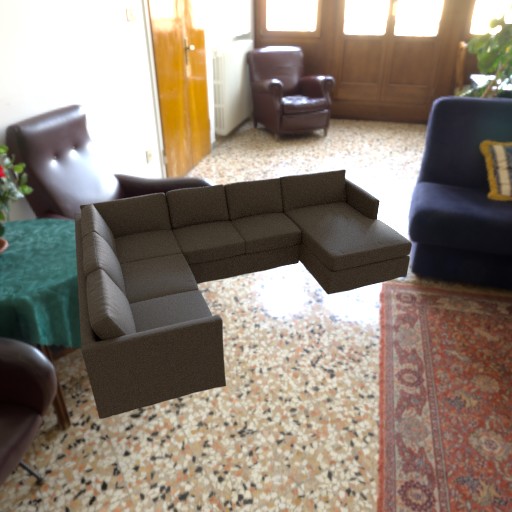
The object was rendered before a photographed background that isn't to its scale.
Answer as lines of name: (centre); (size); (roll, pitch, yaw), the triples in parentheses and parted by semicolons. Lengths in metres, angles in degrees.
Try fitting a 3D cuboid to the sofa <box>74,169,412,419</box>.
sofa: (0.000, 0.000, 4.644); (3.460, 0.882, 2.427); (-11, 32, -18)
